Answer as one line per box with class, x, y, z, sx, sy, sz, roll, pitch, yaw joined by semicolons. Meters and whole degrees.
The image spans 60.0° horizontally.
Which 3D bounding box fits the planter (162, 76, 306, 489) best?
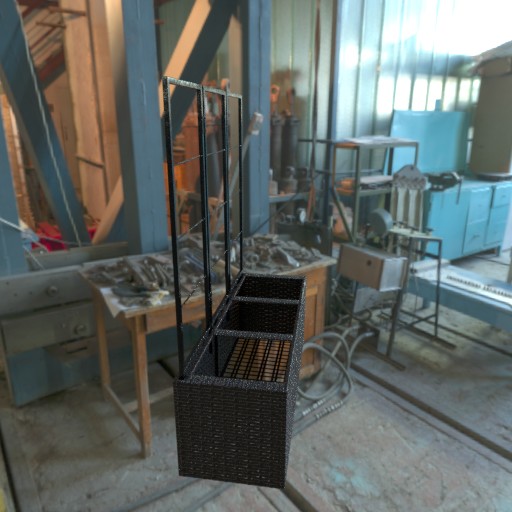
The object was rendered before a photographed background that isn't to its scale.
planter;0.000;0.000;1.185;0.244;0.841;0.699;3;17;9
